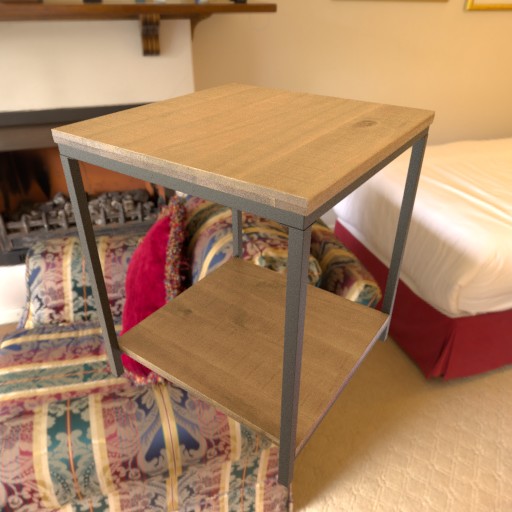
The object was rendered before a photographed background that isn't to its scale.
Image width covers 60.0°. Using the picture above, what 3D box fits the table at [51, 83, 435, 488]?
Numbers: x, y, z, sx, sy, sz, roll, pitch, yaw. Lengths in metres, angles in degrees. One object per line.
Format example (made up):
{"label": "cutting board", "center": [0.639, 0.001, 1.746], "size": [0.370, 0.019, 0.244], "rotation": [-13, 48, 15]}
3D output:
{"label": "table", "center": [0.000, 0.000, 0.968], "size": [0.503, 0.589, 0.507], "rotation": [20, 37, 29]}
